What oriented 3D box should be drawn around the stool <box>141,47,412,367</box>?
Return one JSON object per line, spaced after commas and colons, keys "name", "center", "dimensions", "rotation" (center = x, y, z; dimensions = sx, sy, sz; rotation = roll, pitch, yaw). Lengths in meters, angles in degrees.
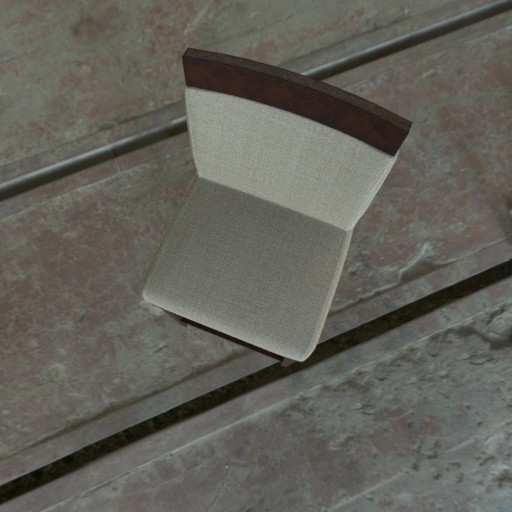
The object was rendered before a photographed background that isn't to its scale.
{"name": "stool", "center": [0.000, 0.000, 1.262], "dimensions": [0.463, 1.011, 0.480], "rotation": [21, 76, 6]}
